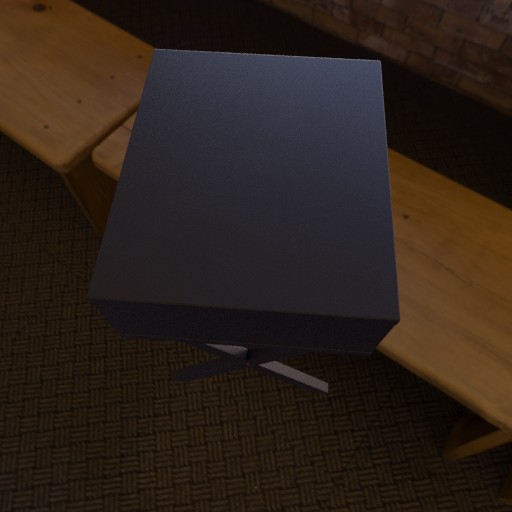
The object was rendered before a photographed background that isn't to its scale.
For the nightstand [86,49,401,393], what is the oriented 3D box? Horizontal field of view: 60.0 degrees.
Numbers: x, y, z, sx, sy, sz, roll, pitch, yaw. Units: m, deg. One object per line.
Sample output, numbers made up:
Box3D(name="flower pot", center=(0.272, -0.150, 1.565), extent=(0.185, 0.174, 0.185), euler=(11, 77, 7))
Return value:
Box3D(name="nightstand", center=(0.000, 0.000, 0.949), extent=(0.402, 0.623, 0.479), euler=(4, 62, 2))
